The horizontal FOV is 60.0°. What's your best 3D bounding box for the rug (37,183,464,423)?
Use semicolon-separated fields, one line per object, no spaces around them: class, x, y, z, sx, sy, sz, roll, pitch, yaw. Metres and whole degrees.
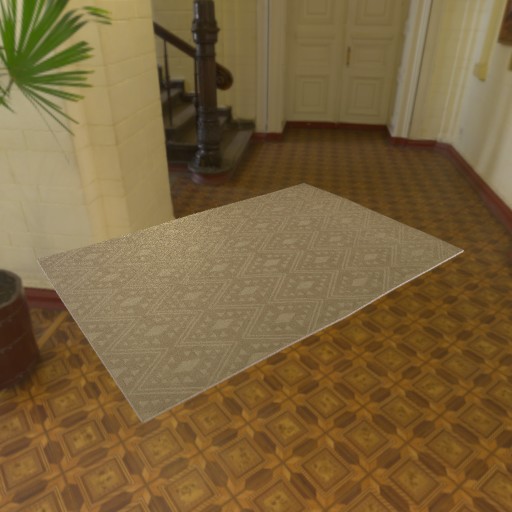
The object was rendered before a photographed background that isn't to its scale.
rug;0.000;0.000;2.285;1.829;0.034;1.252;-21;36;-32
